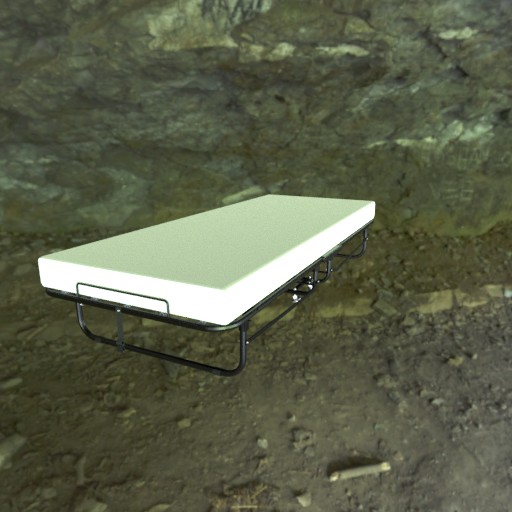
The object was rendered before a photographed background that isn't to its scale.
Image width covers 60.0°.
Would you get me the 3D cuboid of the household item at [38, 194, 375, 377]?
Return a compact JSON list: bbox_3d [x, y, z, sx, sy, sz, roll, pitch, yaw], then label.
[{"bbox_3d":[0.000,0.000,2.190,0.787,0.356,1.905,8,17,26],"label":"household item"}]
